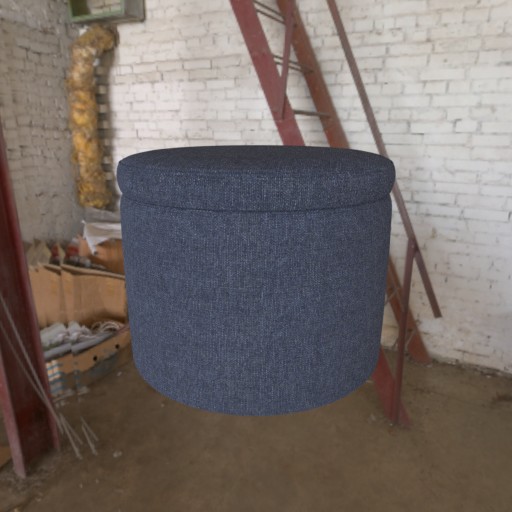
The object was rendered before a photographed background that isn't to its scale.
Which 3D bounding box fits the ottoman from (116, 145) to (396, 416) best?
[{"bbox_3d":[0.000,0.000,0.908,0.520,0.430,0.520,0,17,0],"label":"ottoman"}]
